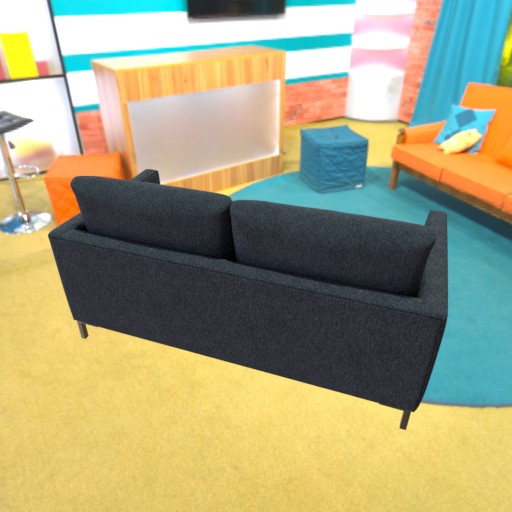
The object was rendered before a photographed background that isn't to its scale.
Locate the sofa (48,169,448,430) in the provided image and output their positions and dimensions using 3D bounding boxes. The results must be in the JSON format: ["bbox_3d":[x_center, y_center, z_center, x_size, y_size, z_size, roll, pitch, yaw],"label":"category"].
[{"bbox_3d":[0.000,0.000,2.179,1.716,0.862,0.866,11,34,17],"label":"sofa"}]
